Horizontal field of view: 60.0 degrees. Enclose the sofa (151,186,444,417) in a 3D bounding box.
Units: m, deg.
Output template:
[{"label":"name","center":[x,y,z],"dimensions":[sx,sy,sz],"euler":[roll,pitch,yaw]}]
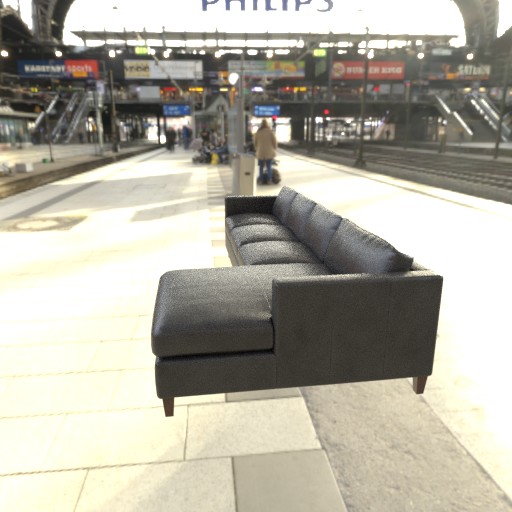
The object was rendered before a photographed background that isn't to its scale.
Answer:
[{"label":"sofa","center":[0.000,0.000,3.869],"dimensions":[1.581,0.883,3.203],"euler":[-2,16,-8]}]
